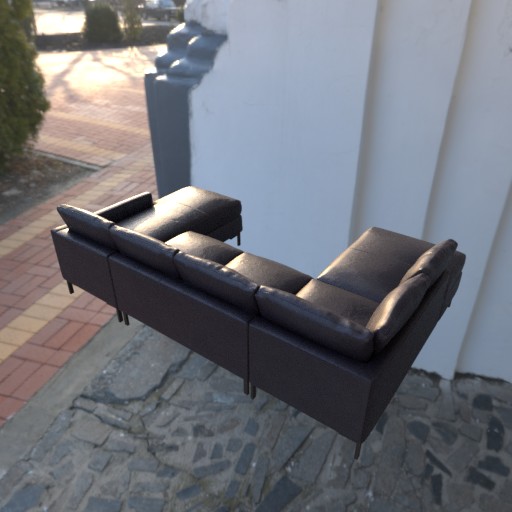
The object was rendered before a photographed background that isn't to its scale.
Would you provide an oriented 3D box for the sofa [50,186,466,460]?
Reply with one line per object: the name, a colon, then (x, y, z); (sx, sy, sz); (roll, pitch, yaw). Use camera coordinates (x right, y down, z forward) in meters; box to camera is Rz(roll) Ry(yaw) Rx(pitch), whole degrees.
sofa: (0.000, 0.000, 3.786); (2.956, 0.900, 1.939); (20, 36, 31)
